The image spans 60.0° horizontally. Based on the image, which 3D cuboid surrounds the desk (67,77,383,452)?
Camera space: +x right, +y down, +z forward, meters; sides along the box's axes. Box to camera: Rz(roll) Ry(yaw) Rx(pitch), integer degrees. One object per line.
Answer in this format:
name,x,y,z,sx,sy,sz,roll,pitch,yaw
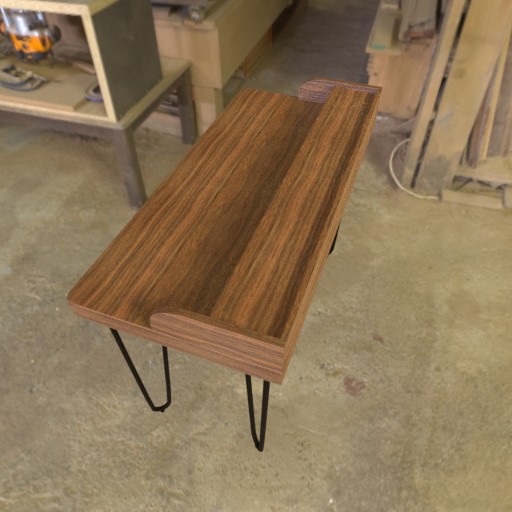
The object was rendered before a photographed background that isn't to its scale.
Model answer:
desk,0.000,0.000,1.643,0.565,0.854,1.200,15,48,14
